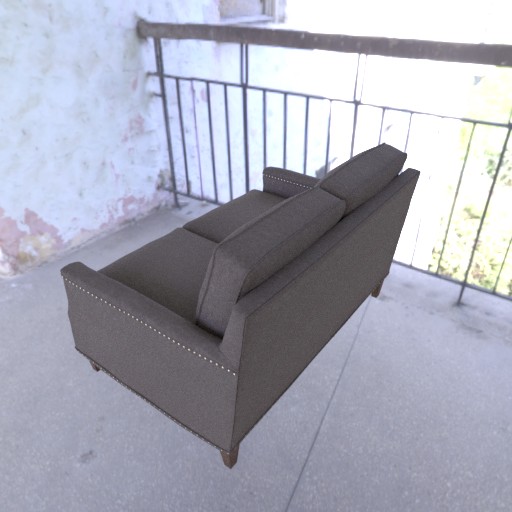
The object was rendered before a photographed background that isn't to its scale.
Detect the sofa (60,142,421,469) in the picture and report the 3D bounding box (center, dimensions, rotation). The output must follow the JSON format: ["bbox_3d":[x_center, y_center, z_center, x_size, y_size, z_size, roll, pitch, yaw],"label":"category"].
[{"bbox_3d":[0.000,0.000,2.274,1.084,1.003,1.597,22,38,31],"label":"sofa"}]
